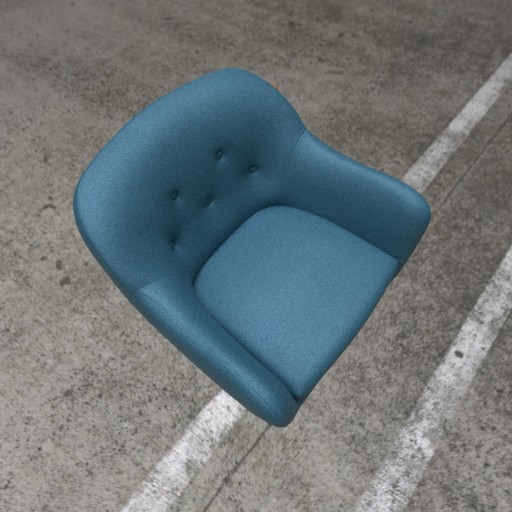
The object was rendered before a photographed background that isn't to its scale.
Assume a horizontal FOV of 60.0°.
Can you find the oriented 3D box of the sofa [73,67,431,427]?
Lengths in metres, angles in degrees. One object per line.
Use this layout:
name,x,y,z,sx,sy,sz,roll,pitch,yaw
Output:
sofa,0.000,0.000,1.487,0.825,0.817,0.836,34,65,19
